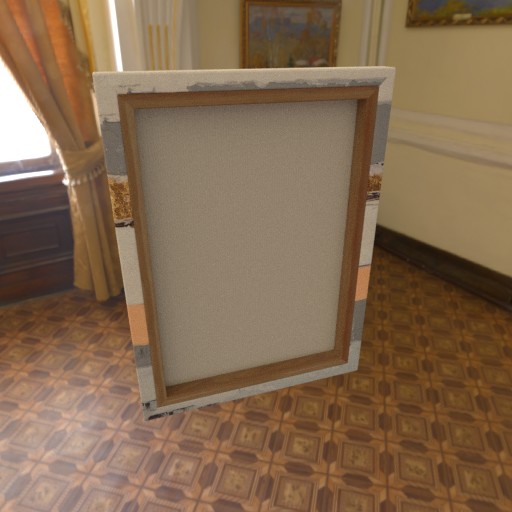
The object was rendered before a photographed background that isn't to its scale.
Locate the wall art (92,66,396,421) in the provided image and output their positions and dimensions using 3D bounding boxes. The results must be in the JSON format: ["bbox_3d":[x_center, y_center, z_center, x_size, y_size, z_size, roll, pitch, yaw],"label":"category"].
[{"bbox_3d":[0.000,0.000,0.784,0.456,0.609,0.038,-8,27,-17],"label":"wall art"}]
